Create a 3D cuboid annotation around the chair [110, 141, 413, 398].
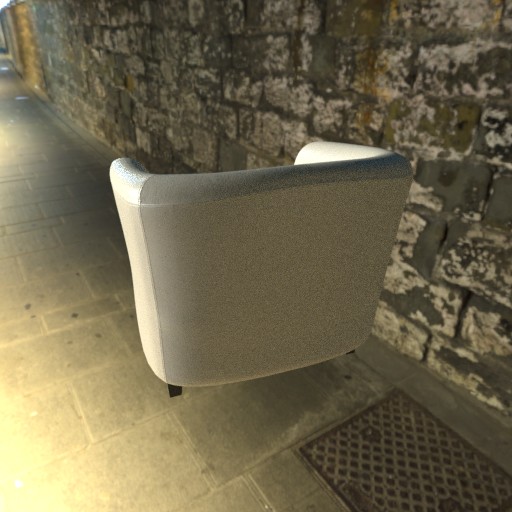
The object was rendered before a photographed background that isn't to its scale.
[{"bbox_3d":[0.000,0.000,1.392,0.792,0.756,0.727,-9,29,-17],"label":"chair"}]
